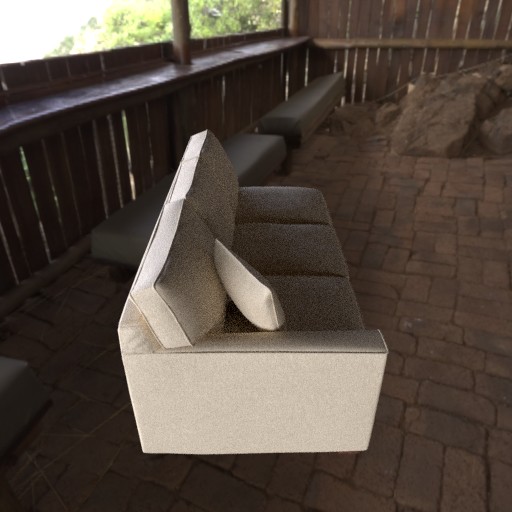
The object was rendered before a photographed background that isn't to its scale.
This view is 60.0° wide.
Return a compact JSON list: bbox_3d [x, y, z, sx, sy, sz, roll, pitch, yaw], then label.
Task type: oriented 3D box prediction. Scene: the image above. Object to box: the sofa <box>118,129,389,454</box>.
[{"bbox_3d":[0.000,0.000,2.557,1.034,0.946,1.962,0,31,0],"label":"sofa"}]
